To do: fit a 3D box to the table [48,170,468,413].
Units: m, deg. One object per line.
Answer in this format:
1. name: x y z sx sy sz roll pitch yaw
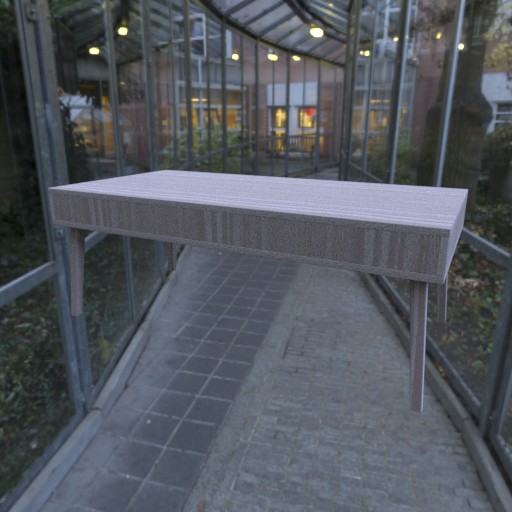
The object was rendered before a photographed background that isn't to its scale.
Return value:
1. table: 0.000 0.000 1.479 1.200 0.450 0.600 9 19 26
